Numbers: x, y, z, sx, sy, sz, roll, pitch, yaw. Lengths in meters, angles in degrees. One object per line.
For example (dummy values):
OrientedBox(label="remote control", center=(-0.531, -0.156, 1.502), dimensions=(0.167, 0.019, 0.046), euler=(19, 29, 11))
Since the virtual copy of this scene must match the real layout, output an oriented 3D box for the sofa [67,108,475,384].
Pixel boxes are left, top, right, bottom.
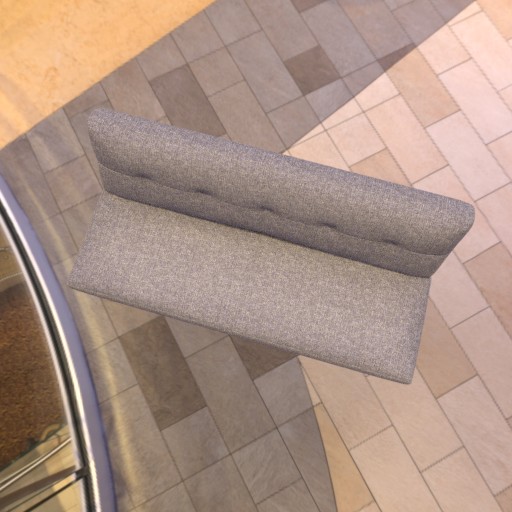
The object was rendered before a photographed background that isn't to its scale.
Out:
OrientedBox(label="sofa", center=(0.000, 0.000, 2.251), dimensions=(1.820, 0.770, 0.820), euler=(15, 77, 4))
